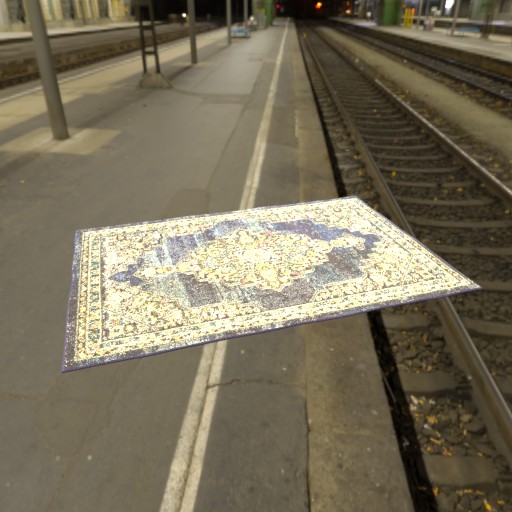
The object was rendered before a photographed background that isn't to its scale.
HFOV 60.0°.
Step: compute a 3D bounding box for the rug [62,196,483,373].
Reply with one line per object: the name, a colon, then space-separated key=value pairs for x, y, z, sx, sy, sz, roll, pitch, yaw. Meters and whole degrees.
rug: x=0.000 y=0.000 z=2.254 sx=1.781 sy=0.012 sz=1.184 roll=-9 pitch=30 yaw=-15
